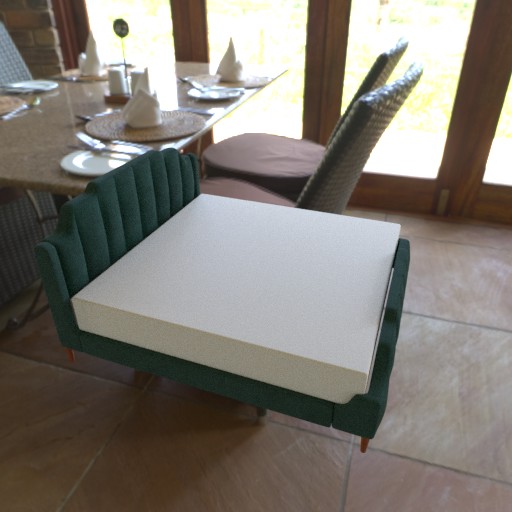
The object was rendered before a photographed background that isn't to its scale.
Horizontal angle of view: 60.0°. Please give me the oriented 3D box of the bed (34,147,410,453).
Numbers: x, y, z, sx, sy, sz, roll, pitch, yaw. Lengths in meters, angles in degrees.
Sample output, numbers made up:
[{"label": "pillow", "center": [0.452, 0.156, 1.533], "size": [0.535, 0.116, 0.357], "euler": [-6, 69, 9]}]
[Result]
[{"label": "bed", "center": [0.000, 0.000, 3.554], "size": [2.340, 1.245, 2.074], "euler": [11, 32, 18]}]
